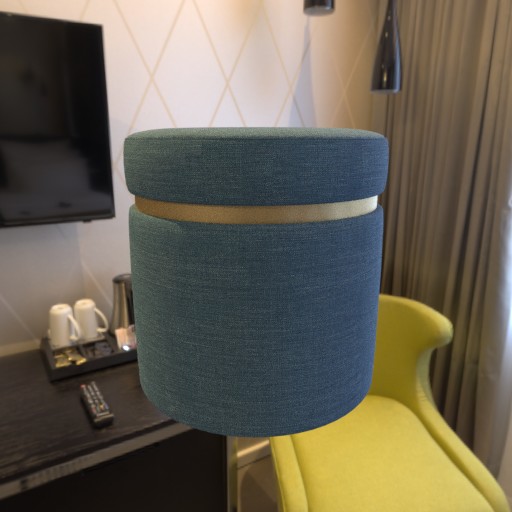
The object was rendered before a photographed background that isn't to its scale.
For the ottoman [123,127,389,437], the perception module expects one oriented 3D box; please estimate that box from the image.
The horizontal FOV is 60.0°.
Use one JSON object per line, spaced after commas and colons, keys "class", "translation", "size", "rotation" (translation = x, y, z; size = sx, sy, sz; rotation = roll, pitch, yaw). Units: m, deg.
{"class": "ottoman", "translation": [0.000, 0.000, 0.729], "size": [0.398, 0.406, 0.398], "rotation": [0, 15, 0]}
